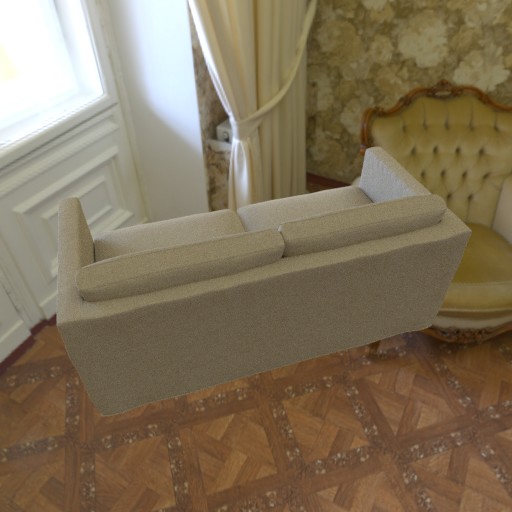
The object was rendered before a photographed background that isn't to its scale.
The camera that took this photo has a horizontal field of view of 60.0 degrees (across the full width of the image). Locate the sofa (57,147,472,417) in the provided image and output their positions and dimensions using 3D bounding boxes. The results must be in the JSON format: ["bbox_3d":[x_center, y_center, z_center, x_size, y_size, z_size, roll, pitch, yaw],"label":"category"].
[{"bbox_3d":[0.000,0.000,2.481,1.987,0.847,0.956,-12,43,-13],"label":"sofa"}]
